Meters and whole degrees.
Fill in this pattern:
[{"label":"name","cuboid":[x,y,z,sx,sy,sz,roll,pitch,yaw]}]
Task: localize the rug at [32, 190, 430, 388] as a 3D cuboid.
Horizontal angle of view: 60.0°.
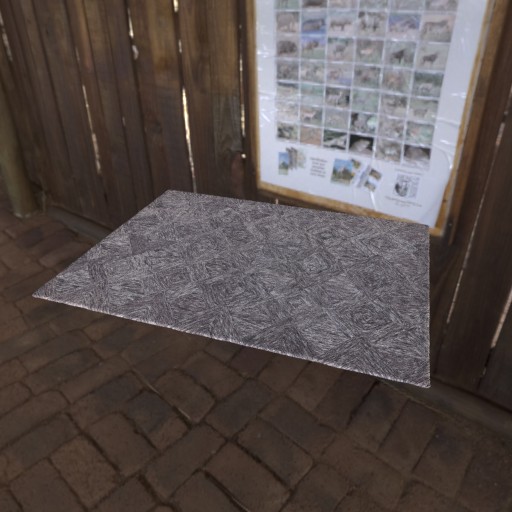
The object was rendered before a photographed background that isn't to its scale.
[{"label":"rug","cuboid":[0.000,0.000,4.306,3.204,0.017,2.448,10,32,16]}]
